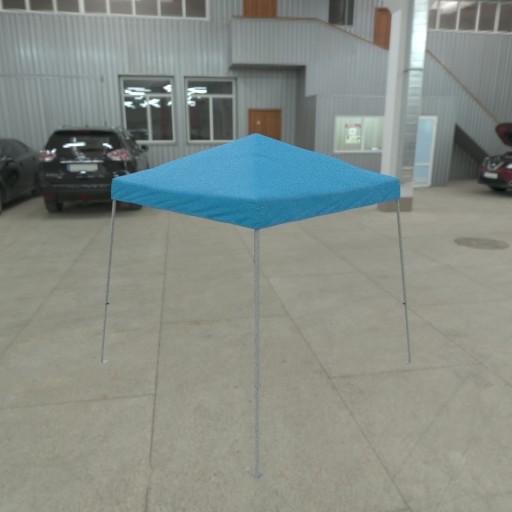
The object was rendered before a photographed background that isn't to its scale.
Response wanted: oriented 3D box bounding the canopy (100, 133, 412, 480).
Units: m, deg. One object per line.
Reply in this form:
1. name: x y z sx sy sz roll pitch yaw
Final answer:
1. canopy: 0.000 0.000 6.745 3.600 3.600 3.599 15 22 43
